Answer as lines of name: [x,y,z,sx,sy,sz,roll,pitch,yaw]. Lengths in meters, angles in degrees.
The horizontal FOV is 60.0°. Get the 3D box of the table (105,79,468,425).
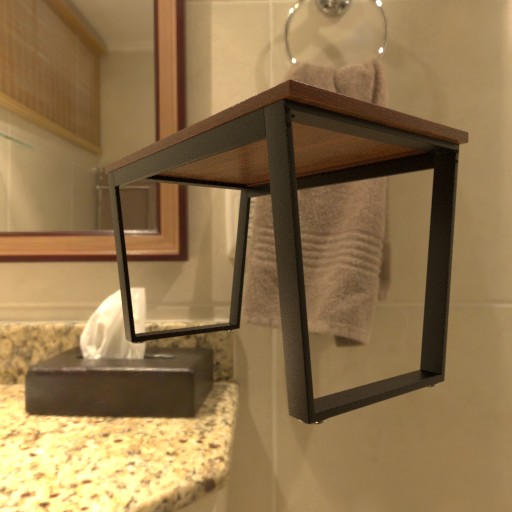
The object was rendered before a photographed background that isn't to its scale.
table: [0.000,0.000,1.622,0.714,0.760,1.205,-1,1,-36]
